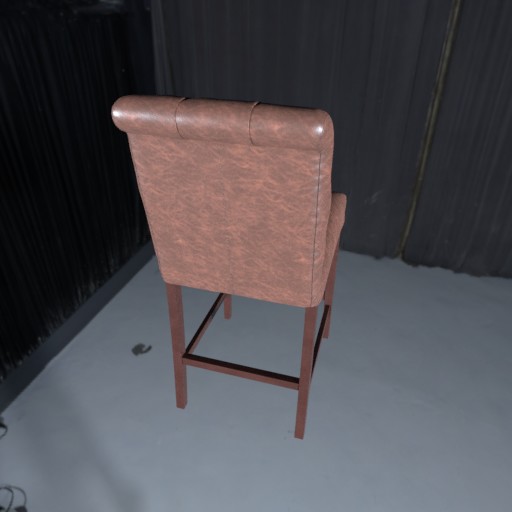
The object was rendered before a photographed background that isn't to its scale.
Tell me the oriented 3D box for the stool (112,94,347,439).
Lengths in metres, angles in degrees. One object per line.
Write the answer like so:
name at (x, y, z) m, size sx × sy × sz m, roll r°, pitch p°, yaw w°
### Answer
stool at (0.000, 0.000, 1.416) m, size 0.486 × 1.084 × 0.660 m, roll 9°, pitch 33°, yaw 14°
